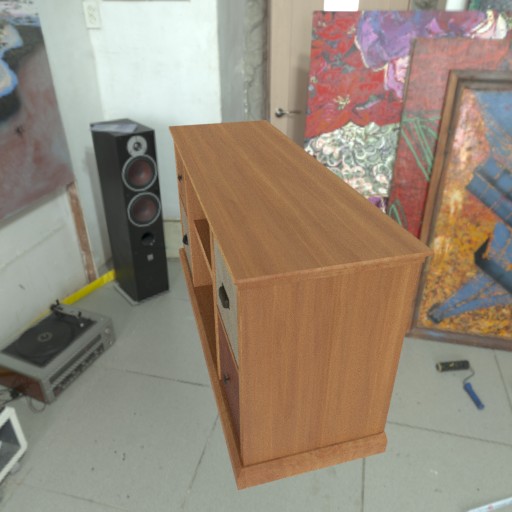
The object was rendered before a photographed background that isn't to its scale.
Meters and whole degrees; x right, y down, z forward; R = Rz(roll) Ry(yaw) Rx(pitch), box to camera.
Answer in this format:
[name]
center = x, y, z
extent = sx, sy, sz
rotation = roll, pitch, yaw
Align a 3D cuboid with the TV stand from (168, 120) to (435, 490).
[TV stand]
center = 0.000, 0.000, 1.477
extent = 0.417, 0.607, 1.181
rotation = -8, 31, -13
